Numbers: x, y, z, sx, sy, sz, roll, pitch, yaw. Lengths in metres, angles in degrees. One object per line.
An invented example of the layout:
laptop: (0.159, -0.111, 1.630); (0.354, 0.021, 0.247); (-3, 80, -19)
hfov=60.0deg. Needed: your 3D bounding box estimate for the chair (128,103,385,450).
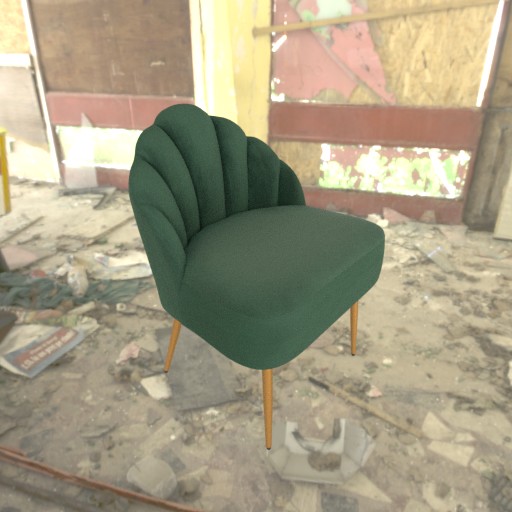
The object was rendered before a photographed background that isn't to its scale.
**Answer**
chair: (0.000, 0.000, 1.318); (0.599, 0.819, 0.657); (19, 32, 33)
